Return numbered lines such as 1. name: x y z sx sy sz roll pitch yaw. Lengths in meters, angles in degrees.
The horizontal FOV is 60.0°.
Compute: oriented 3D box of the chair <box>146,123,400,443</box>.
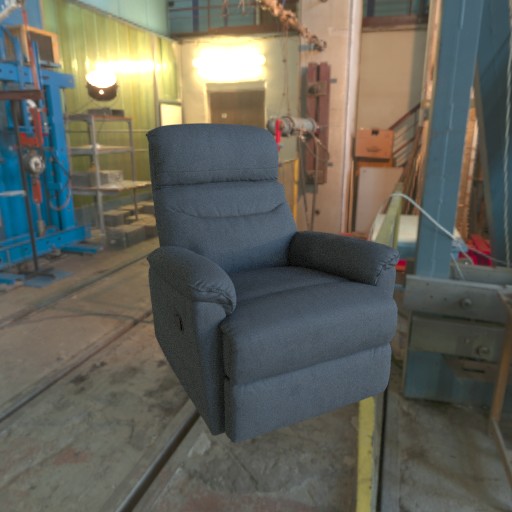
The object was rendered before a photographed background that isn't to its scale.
1. chair: 0.000 0.000 1.786 0.820 1.037 1.004 -8 18 -26
